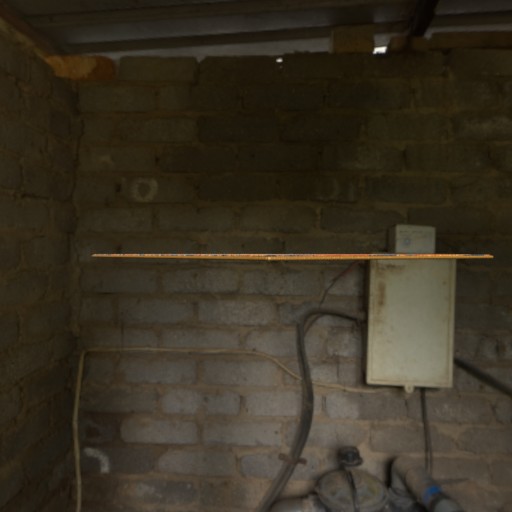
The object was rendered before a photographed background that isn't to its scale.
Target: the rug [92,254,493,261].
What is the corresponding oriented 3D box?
[{"bbox_3d":[0.000,0.000,1.081,0.557,0.008,0.863,0,0,-35],"label":"rug"}]
